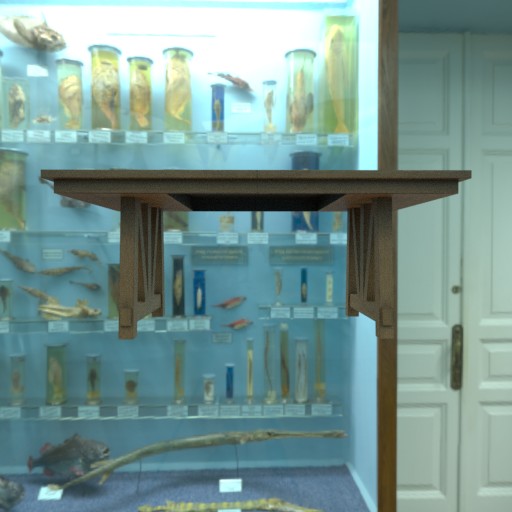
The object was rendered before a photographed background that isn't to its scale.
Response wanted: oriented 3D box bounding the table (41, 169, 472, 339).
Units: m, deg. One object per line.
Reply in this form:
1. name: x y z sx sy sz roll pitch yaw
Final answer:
1. table: 0.000 0.000 2.448 1.881 0.768 1.016 0 1 -1
